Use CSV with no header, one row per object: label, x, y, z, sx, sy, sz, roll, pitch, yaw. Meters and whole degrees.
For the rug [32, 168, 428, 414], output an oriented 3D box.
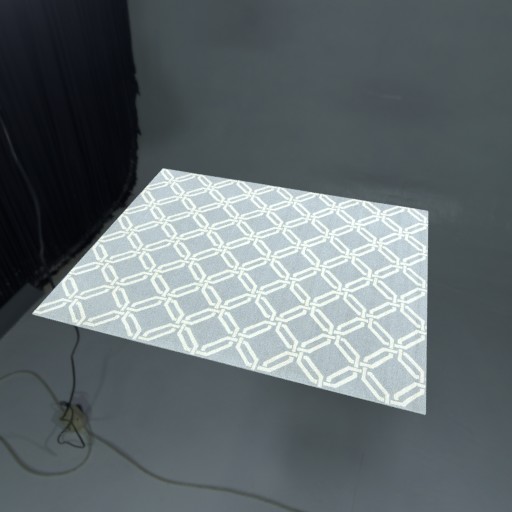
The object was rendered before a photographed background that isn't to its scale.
rug,0.000,0.000,3.903,2.895,0.018,2.288,11,42,13
